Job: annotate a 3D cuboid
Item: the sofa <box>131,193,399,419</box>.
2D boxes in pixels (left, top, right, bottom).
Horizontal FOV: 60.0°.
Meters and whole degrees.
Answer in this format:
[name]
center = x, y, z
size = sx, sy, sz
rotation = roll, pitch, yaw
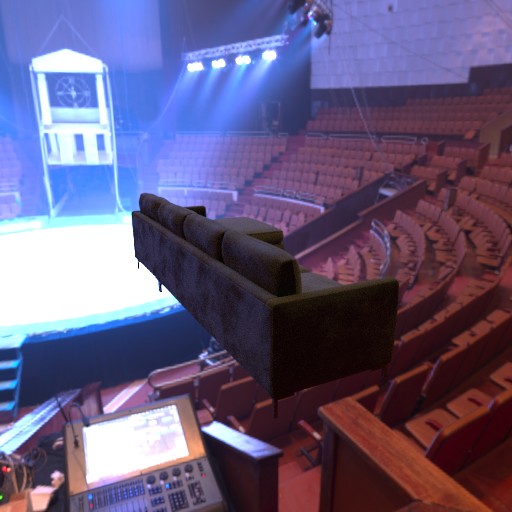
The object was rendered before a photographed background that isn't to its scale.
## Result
[sofa]
center = 0.000, 0.000, 3.338
size = 1.255, 0.756, 2.725
rotation = -8, 17, -27
